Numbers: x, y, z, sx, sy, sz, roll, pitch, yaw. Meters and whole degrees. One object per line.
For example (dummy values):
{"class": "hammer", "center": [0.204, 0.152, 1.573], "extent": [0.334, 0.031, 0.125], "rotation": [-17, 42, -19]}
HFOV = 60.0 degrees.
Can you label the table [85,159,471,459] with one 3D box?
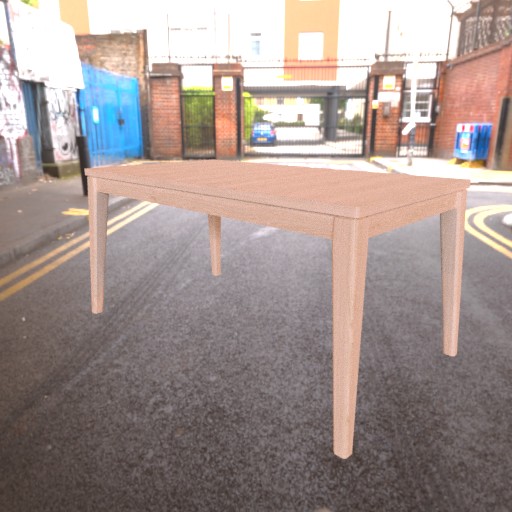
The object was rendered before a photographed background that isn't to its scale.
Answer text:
{"class": "table", "center": [0.000, 0.000, 2.065], "extent": [1.600, 0.760, 0.900], "rotation": [15, 22, 42]}
